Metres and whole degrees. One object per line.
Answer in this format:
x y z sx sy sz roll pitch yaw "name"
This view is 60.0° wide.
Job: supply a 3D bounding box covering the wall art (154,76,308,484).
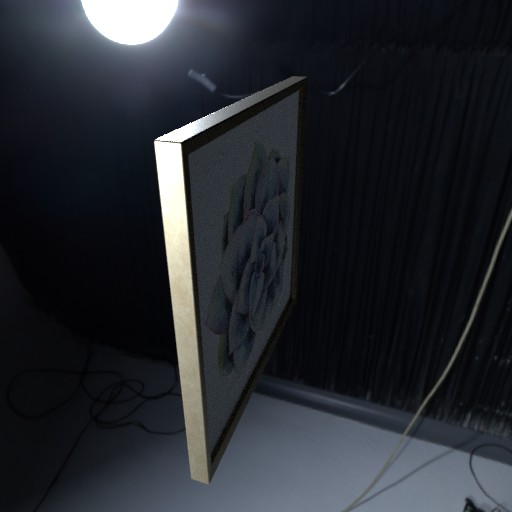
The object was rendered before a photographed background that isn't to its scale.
0.000 0.000 0.745 0.030 0.506 0.503 10 30 17 "wall art"
